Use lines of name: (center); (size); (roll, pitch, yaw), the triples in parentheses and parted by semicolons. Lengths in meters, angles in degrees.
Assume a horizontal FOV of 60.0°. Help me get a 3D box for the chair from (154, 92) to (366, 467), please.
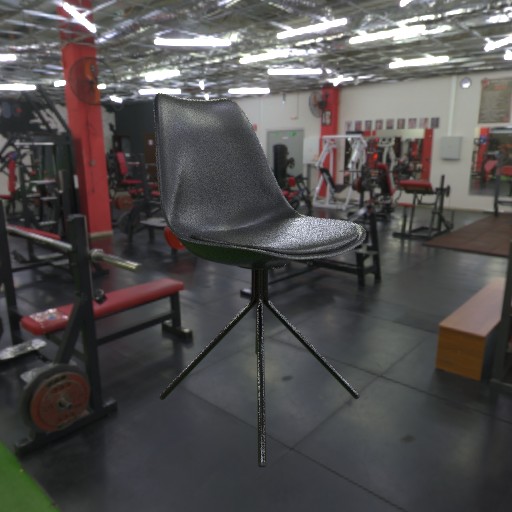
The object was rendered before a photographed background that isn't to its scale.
chair: (0.000, 0.000, 1.192); (0.525, 0.850, 0.461); (13, 19, 43)
